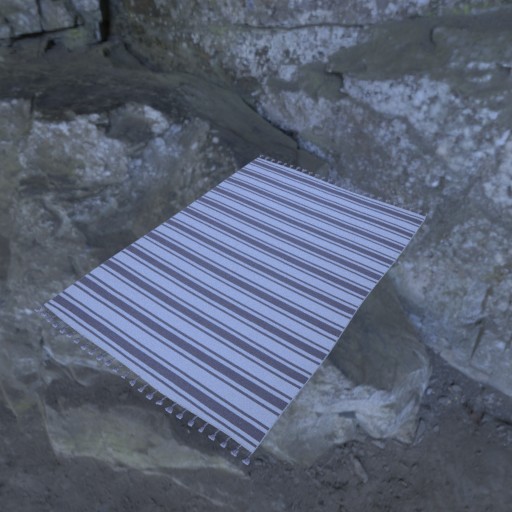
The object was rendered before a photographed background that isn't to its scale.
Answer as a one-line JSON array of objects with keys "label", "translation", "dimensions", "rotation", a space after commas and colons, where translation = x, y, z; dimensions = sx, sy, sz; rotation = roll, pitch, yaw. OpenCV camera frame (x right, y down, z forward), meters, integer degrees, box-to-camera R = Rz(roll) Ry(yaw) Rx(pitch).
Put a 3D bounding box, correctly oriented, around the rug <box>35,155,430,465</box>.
[{"label": "rug", "translation": [0.000, 0.000, 3.864], "dimensions": [2.030, 0.017, 3.040], "rotation": [25, 47, 26]}]
